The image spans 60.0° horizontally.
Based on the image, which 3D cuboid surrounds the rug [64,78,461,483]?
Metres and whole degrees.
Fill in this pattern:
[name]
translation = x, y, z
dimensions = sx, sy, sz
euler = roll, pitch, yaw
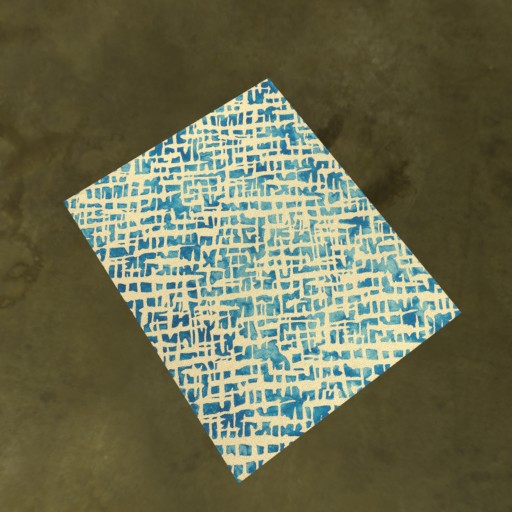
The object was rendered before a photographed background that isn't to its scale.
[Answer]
[rug]
translation = 0.000, 0.000, 4.132
dimensions = 2.435, 0.007, 3.007
euler = -34, 78, -8
